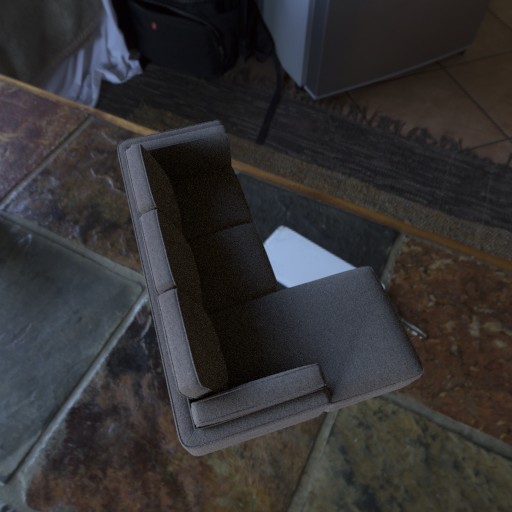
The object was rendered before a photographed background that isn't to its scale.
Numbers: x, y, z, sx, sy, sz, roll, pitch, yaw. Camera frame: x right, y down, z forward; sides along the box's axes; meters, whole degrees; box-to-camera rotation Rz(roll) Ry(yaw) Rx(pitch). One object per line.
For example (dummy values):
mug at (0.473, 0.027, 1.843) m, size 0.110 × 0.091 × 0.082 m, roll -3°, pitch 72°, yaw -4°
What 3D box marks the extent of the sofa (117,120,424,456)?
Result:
sofa at (0.000, 0.000, 3.301) m, size 1.604 × 0.929 × 2.411 m, roll -15°, pitch 60°, yaw -9°
